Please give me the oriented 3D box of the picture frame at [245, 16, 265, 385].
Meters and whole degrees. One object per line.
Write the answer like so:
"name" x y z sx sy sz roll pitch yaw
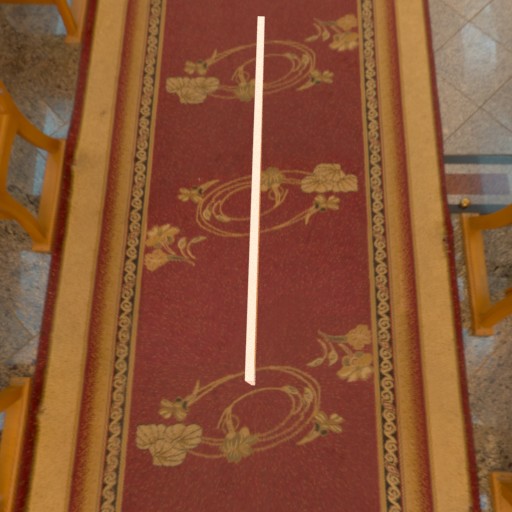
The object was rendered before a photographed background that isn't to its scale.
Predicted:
"picture frame" 0.000 0.000 1.188 0.013 0.940 0.659 2 73 0
